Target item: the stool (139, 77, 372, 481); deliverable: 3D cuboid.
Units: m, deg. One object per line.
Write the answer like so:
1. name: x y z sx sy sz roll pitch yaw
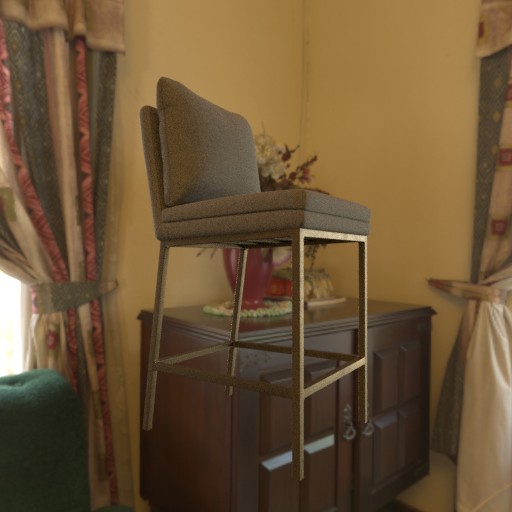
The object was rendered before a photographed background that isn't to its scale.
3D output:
1. stool: 0.000 0.000 1.346 0.569 1.030 0.463 0 0 34
